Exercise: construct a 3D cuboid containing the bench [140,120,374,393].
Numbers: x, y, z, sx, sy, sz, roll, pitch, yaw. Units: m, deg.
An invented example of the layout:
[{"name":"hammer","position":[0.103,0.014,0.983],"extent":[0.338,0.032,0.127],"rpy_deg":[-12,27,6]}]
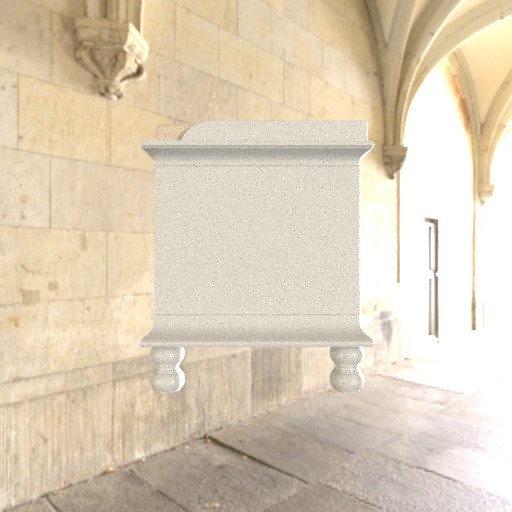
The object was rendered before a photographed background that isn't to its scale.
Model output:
[{"name":"bench","position":[0.000,0.000,1.354],"extent":[0.402,0.486,1.185],"rpy_deg":[0,0,0]}]
